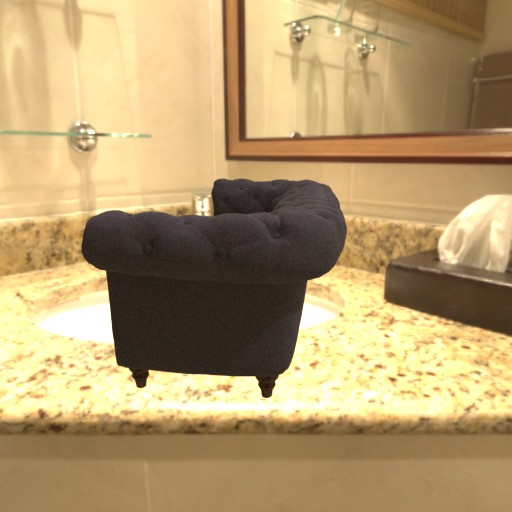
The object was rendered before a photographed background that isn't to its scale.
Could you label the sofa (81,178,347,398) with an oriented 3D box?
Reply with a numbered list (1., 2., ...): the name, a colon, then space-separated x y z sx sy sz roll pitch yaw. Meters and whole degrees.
1. sofa: 0.000 0.000 2.784 1.046 0.836 2.335 2 14 8
